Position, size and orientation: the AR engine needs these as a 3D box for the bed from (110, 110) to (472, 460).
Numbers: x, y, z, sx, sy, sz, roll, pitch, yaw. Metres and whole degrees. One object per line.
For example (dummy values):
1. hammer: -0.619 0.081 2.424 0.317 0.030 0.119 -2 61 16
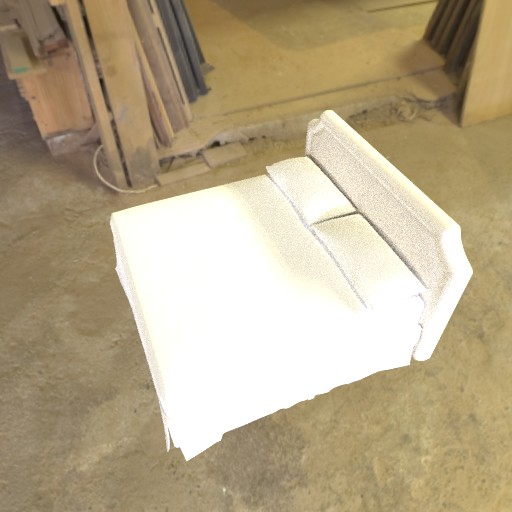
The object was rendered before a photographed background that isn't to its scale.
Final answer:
1. bed: 0.000 0.000 3.584 2.204 1.301 2.160 -17 48 -16
